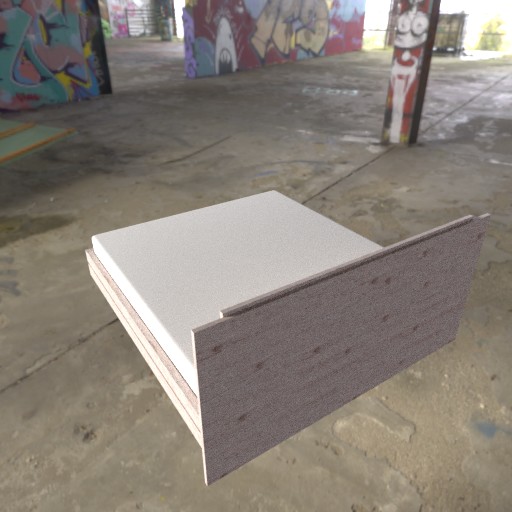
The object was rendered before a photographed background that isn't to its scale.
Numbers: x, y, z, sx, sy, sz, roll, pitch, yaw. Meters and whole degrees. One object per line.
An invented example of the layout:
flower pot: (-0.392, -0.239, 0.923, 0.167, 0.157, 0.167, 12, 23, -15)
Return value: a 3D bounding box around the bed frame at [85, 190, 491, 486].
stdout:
bed frame: (0.000, 0.000, 3.132, 1.950, 0.970, 2.080, -18, 35, -29)
